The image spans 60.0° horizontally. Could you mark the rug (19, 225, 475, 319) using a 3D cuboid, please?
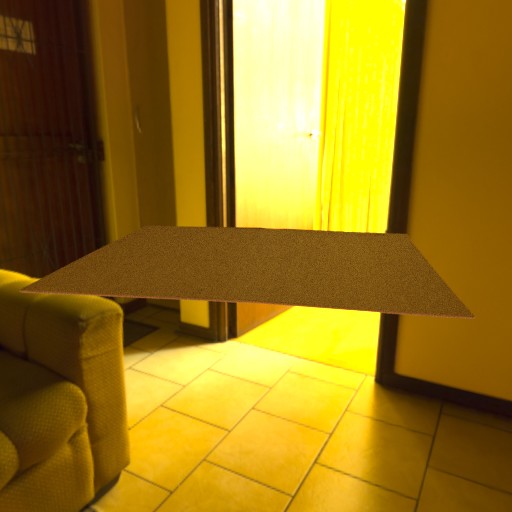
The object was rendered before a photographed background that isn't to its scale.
[{"bbox_3d":[0.000,0.000,4.206,3.202,0.045,2.434,2,16,9],"label":"rug"}]
